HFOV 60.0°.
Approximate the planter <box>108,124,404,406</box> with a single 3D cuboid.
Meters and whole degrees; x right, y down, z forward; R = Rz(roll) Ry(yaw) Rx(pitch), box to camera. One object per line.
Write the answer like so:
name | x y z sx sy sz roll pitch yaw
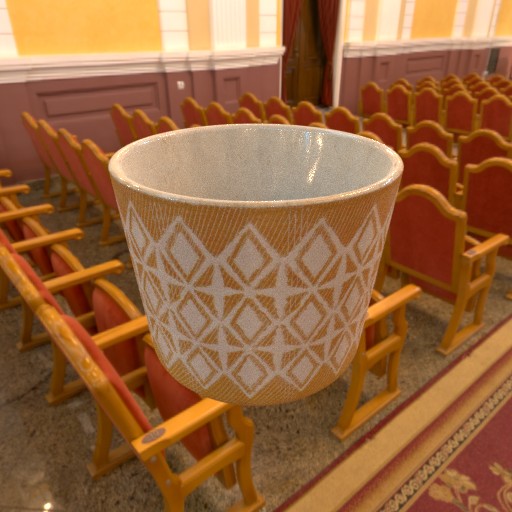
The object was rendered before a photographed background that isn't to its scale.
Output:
planter | 0.000 0.000 0.222 0.126 0.104 0.126 0 28 0
